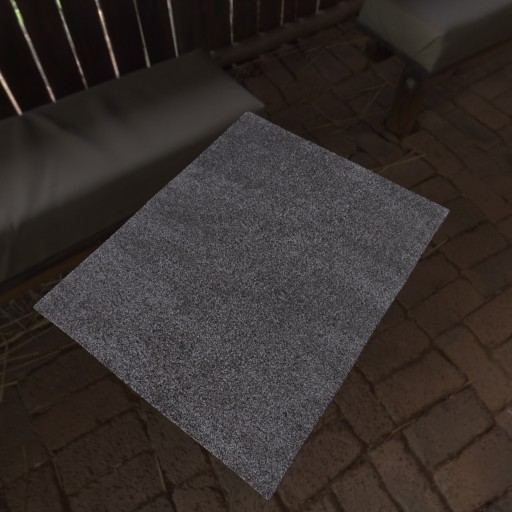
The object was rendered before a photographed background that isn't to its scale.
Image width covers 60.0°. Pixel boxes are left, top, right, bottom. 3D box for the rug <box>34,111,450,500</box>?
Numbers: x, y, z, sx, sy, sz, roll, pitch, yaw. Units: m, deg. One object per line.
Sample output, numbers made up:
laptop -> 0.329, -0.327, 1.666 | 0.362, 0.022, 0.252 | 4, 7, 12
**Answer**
rug -> 0.000, 0.000, 3.956 | 2.401, 0.025, 3.000 | 32, 63, 18
